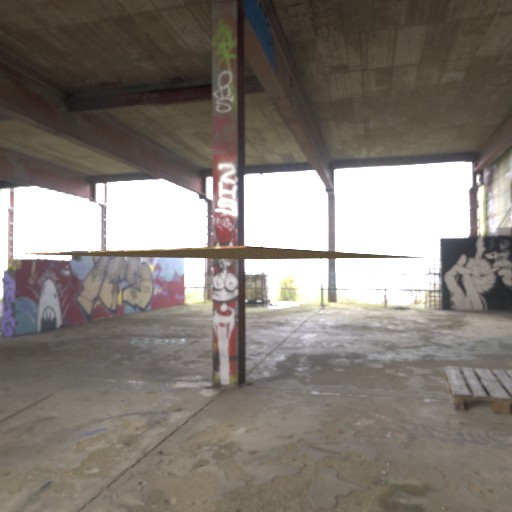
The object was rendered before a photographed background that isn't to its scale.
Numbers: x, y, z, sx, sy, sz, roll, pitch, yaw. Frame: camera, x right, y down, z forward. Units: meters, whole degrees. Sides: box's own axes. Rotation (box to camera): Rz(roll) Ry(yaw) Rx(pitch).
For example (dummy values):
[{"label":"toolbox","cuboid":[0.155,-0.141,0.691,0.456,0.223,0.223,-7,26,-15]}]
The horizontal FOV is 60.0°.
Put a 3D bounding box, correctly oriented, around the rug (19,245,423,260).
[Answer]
[{"label":"rug","cuboid":[0.000,0.000,2.309,1.216,0.006,1.828,-1,-2,35]}]
